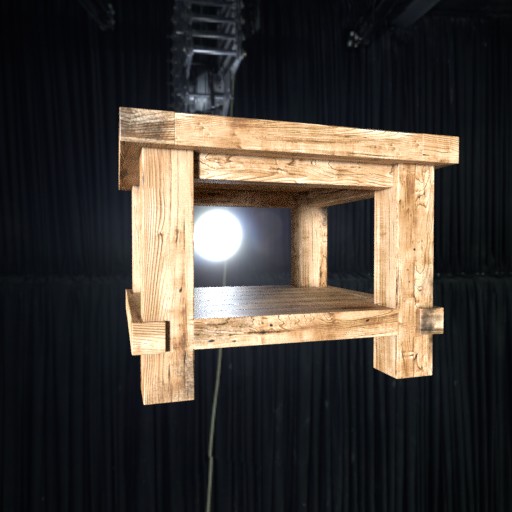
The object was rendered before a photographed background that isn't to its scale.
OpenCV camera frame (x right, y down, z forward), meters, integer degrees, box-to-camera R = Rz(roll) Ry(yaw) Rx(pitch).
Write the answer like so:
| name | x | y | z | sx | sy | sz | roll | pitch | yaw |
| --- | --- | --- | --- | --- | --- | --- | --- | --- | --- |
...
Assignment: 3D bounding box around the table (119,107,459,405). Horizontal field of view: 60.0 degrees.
| name | x | y | z | sx | sy | sz | roll | pitch | yaw |
| --- | --- | --- | --- | --- | --- | --- | --- | --- | --- |
| table | 0.000 | 0.000 | 1.038 | 0.610 | 0.457 | 0.610 | 0 | 1 | -17 |
